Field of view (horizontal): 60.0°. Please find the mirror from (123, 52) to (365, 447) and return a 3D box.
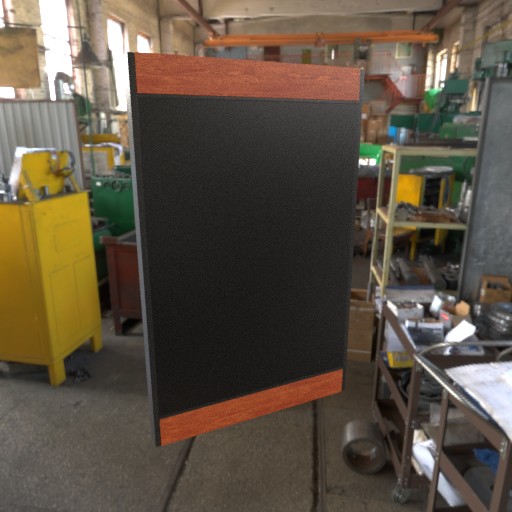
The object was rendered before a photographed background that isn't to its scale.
[{"bbox_3d":[0.000,0.000,1.019,0.525,0.823,0.047,-8,17,-25],"label":"mirror"}]
